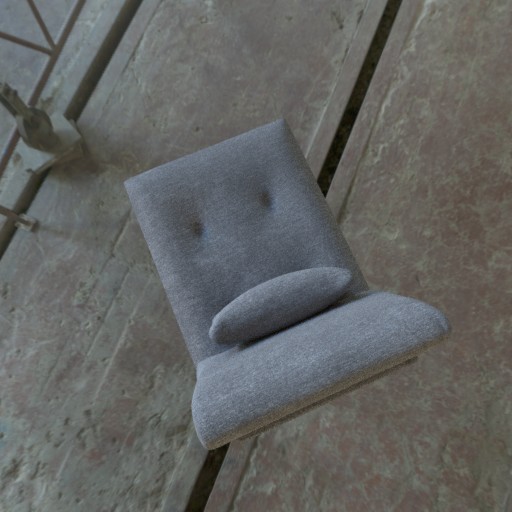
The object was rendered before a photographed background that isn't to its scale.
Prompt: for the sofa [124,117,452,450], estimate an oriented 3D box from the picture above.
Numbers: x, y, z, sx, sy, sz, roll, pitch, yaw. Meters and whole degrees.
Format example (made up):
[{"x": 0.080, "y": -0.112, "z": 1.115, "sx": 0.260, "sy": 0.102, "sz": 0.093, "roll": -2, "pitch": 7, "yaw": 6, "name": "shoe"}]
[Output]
[{"x": 0.000, "y": 0.000, "z": 1.535, "sx": 0.700, "sy": 0.820, "sz": 1.000, "roll": -23, "pitch": 78, "yaw": -5, "name": "sofa"}]
